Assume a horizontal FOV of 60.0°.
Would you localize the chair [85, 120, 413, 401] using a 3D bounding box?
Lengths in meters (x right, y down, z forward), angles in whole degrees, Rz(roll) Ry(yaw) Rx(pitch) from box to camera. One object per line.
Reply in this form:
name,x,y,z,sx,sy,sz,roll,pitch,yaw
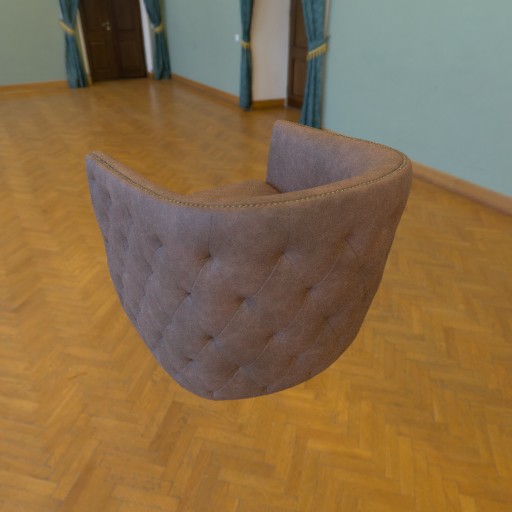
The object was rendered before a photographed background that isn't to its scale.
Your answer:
chair,0.000,0.000,1.522,0.850,0.790,0.870,-18,36,-27
